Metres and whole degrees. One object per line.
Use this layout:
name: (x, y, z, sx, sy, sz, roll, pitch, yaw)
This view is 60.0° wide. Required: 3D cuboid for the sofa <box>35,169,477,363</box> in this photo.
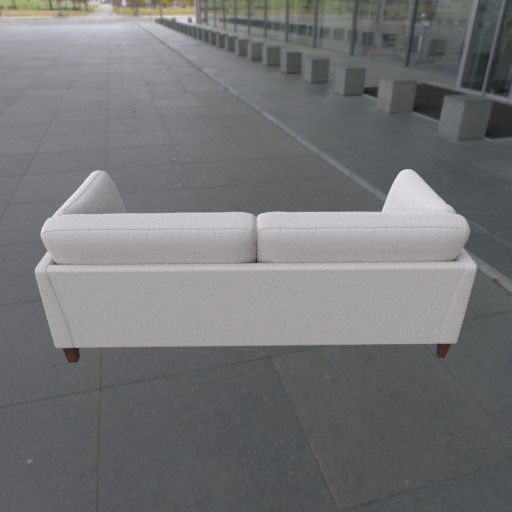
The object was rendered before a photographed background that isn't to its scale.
sofa: (0.000, 0.000, 2.725, 2.301, 0.863, 0.957, 0, 30, -1)
